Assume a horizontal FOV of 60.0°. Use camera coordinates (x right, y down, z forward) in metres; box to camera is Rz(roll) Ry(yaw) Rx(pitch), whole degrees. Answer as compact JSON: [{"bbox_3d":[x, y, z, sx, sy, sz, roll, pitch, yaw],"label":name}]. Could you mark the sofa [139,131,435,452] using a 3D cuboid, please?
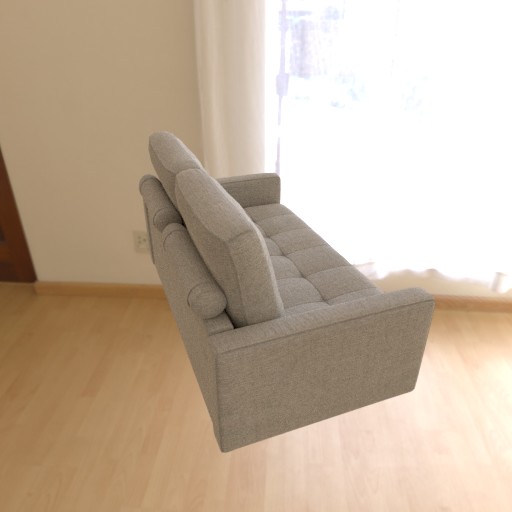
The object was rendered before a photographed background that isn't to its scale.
[{"bbox_3d":[0.000,0.000,1.992,0.842,0.907,1.407,-11,31,-18],"label":"sofa"}]
